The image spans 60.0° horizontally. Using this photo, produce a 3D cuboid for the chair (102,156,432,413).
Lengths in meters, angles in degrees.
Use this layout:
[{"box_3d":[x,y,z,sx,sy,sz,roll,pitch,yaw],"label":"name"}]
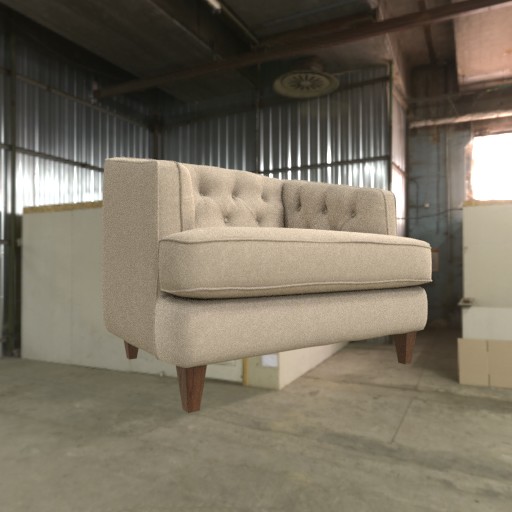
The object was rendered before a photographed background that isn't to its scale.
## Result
[{"box_3d":[0.000,0.000,1.781,1.104,0.852,0.941,0,0,-35],"label":"chair"}]
